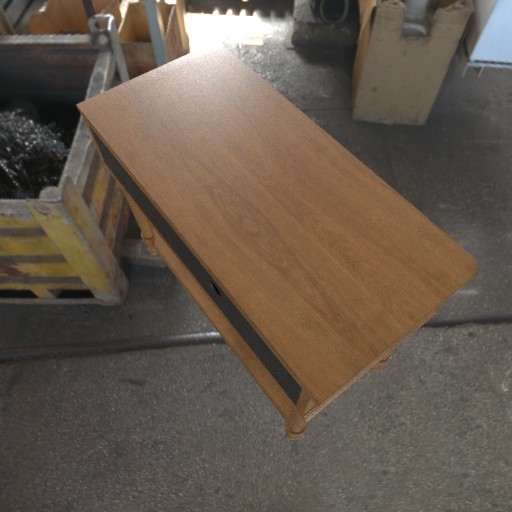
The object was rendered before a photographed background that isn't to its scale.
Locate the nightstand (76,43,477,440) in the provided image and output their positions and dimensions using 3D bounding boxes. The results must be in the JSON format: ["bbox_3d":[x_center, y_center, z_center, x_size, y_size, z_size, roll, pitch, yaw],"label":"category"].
[{"bbox_3d":[0.000,0.000,1.289,0.432,0.700,0.914,-33,65,-18],"label":"nightstand"}]
